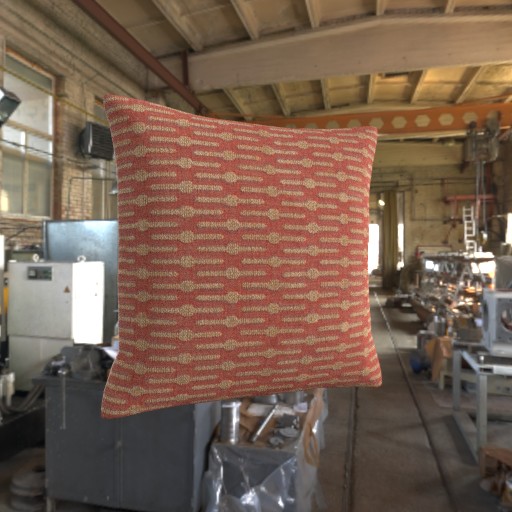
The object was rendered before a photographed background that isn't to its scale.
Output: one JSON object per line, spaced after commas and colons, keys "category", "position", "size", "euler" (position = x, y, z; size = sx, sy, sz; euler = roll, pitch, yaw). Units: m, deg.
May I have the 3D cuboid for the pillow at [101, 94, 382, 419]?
{"category": "pillow", "position": [0.000, 0.000, 0.775], "size": [0.511, 0.503, 0.182], "euler": [0, 0, -20]}
